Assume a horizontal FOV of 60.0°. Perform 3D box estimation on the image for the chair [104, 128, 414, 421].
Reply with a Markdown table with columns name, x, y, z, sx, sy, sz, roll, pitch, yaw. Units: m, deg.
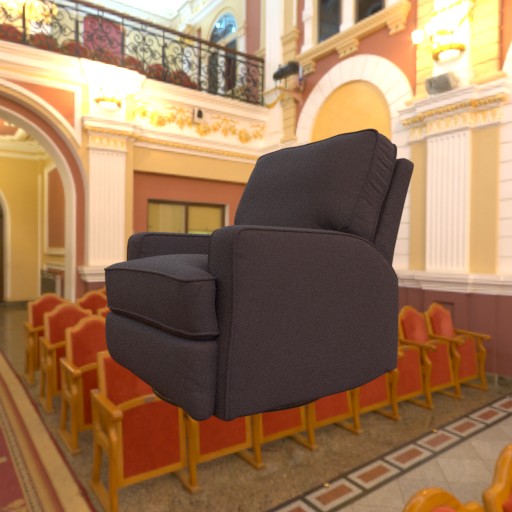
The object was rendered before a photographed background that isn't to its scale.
| name | x | y | z | sx | sy | sz | roll | pitch | yaw |
| --- | --- | --- | --- | --- | --- | --- | --- | --- | --- |
| chair | 0.000 | 0.000 | 1.718 | 0.964 | 0.962 | 0.861 | -1 | 1 | -35 |
